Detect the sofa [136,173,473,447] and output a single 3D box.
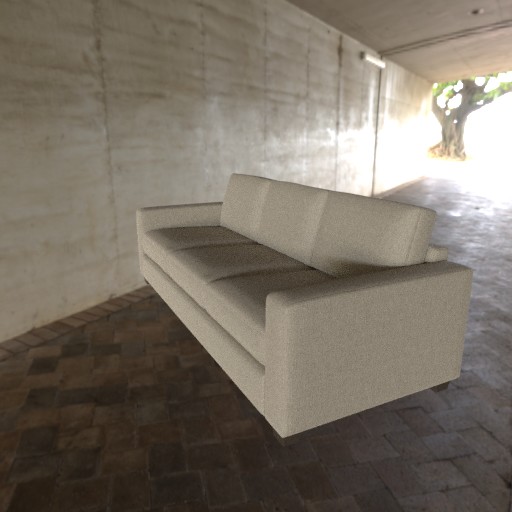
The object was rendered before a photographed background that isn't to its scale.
[{"bbox_3d":[0.000,0.000,2.544,0.900,0.800,2.160,-8,17,-26],"label":"sofa"}]
